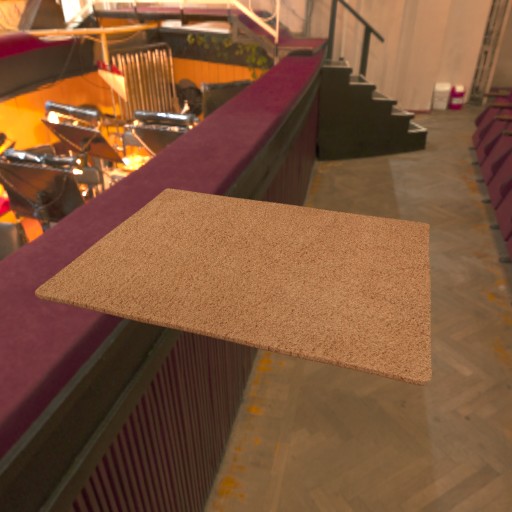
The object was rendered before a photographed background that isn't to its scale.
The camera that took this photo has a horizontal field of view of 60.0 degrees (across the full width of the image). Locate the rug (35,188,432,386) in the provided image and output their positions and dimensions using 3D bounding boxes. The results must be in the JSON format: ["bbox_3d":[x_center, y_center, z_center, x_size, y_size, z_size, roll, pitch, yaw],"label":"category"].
[{"bbox_3d":[0.000,0.000,2.146,1.600,0.025,1.199,10,33,15],"label":"rug"}]
